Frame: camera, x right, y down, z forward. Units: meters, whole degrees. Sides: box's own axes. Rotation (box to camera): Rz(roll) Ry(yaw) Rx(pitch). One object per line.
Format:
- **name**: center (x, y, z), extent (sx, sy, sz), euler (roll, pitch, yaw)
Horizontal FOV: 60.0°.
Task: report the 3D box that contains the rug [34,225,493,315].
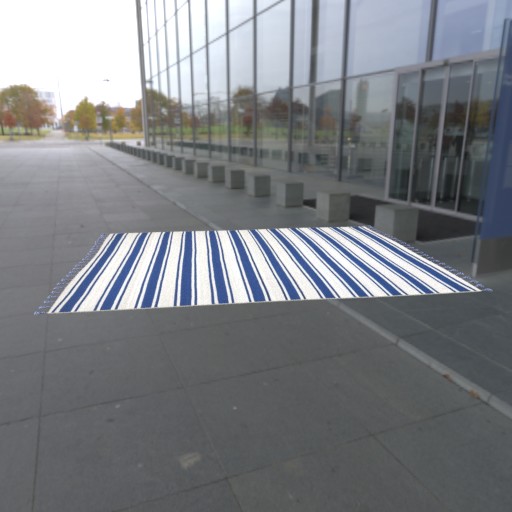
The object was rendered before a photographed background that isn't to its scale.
- **rug**: center (0.000, 0.000, 4.390), extent (3.416, 0.016, 2.471), euler (-2, 16, -8)
